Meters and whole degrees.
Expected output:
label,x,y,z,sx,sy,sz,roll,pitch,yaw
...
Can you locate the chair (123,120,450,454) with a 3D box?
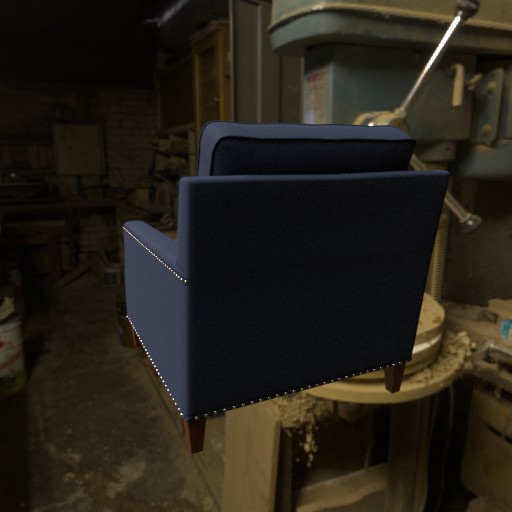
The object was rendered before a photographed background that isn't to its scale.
label,x,y,z,sx,sy,sz,roll,pitch,yaw
chair,0.000,0.000,1.698,0.853,0.943,1.014,-6,15,-25
